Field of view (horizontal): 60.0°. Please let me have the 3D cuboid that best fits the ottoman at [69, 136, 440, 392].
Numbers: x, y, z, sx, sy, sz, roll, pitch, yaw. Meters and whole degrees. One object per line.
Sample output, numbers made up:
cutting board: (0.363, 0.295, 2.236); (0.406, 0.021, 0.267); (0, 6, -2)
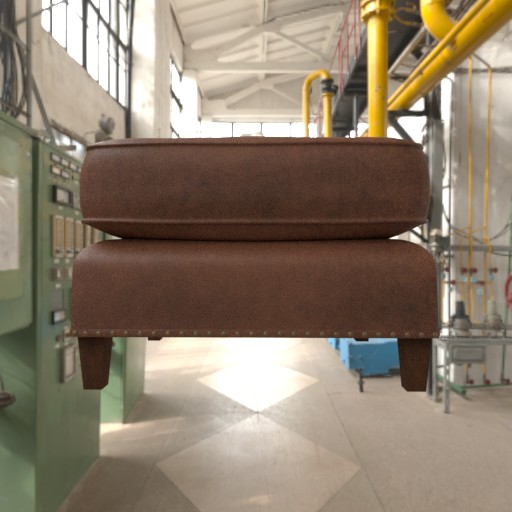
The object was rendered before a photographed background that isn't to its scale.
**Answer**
ottoman: (0.000, 0.000, 1.143); (0.738, 0.537, 0.589); (0, 1, 1)
